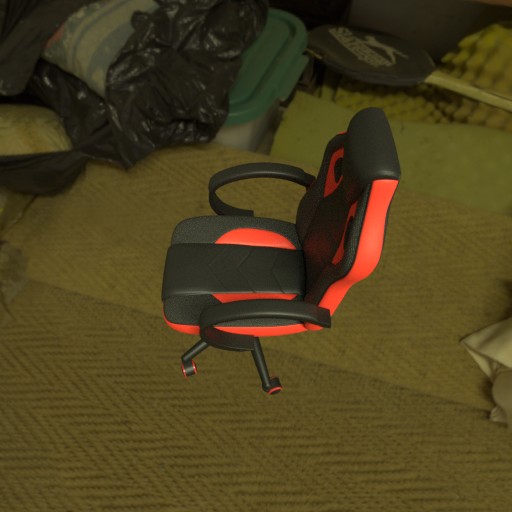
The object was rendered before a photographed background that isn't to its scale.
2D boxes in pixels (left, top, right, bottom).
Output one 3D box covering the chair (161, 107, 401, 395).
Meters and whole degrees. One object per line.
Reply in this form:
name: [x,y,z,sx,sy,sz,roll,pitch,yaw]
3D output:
chair: [0.000,0.000,1.410,0.642,1.016,0.600,0,57,0]
